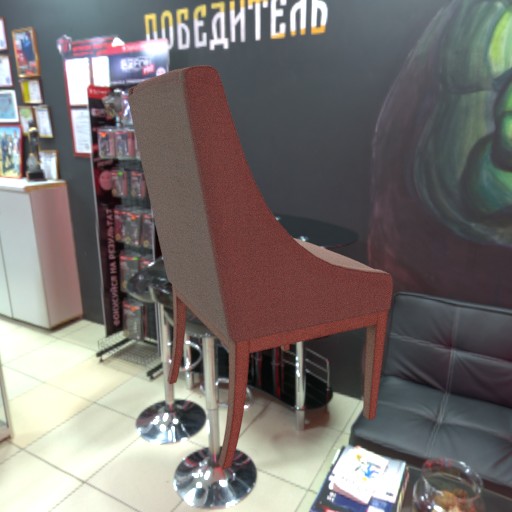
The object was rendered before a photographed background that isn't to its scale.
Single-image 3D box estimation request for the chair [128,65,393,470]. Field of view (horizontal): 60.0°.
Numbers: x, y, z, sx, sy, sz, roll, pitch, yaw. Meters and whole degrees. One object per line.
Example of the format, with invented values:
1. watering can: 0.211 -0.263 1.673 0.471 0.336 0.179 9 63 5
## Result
1. chair: 0.000 0.000 1.385 0.611 1.021 0.575 -8 18 -27
